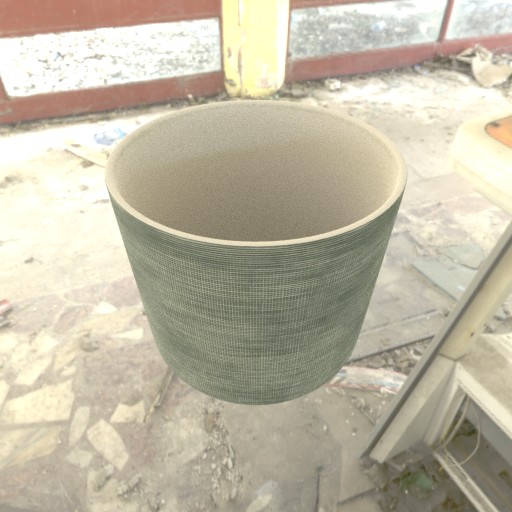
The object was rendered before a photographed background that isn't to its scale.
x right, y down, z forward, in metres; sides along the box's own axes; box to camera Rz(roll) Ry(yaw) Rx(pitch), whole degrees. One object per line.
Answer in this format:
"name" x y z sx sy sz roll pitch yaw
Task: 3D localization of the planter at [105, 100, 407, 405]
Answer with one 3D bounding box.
"planter" 0.000 0.000 0.792 0.440 0.398 0.440 0 40 0
